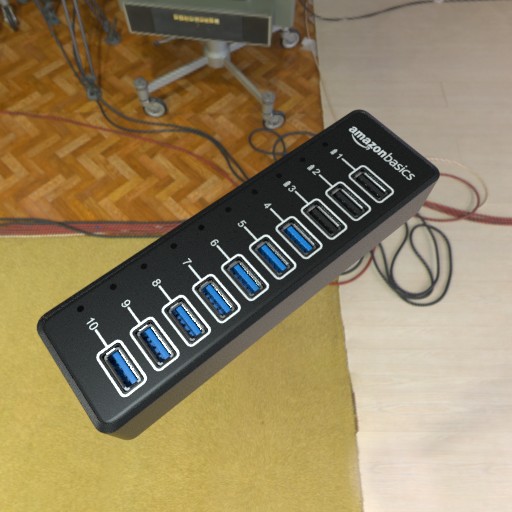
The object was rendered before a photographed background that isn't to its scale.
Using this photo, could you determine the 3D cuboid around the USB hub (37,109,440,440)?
[{"bbox_3d":[0.000,0.000,0.160,0.145,0.023,0.044,-36,68,-17],"label":"USB hub"}]
